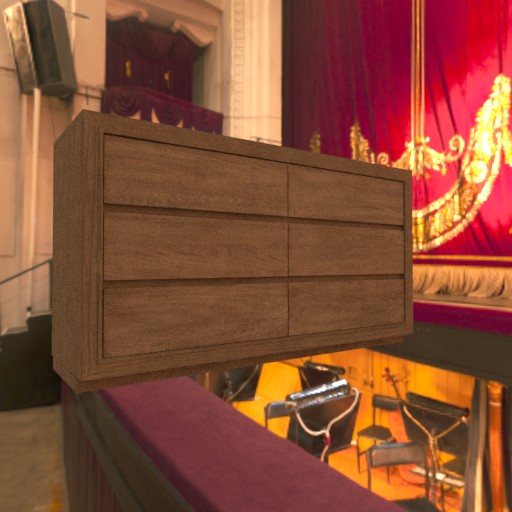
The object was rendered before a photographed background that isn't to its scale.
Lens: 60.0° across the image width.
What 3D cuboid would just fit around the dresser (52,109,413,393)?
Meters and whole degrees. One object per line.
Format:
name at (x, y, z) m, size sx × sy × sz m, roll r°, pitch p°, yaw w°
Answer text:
dresser at (0.000, 0.000, 2.020) m, size 1.628 × 0.889 × 0.483 m, roll 1°, pitch -1°, yaw -34°
